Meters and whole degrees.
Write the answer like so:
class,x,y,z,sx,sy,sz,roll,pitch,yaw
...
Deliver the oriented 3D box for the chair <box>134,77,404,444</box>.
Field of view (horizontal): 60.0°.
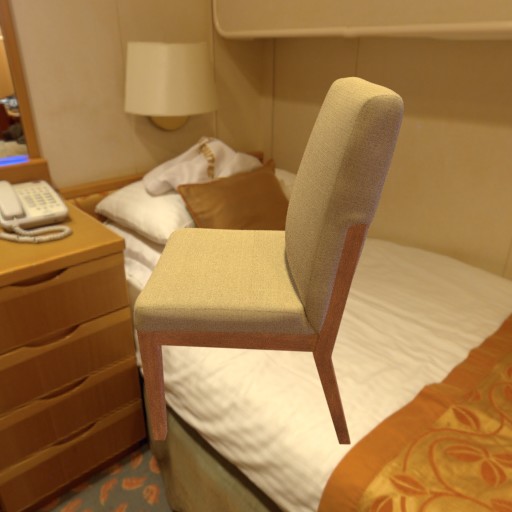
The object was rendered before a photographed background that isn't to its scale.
class,x,y,z,sx,sy,sz,roll,pitch,yaw
chair,0.000,0.000,1.239,0.586,0.911,0.507,1,25,1
